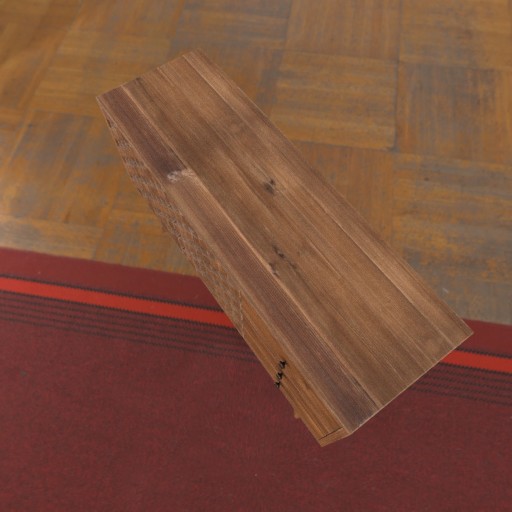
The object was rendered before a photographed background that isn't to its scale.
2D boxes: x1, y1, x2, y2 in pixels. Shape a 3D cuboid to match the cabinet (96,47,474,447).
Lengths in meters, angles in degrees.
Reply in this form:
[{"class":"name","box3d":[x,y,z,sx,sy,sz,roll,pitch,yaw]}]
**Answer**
[{"class":"cabinet","box3d":[0.000,0.000,1.766,0.472,0.800,1.400,-33,68,-15]}]
